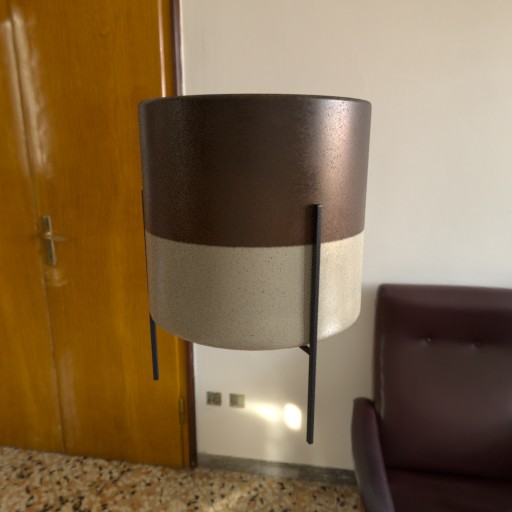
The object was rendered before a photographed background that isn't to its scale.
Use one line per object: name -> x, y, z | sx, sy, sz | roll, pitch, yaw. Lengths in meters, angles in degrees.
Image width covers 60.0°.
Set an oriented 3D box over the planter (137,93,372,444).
planter -> 0.000, 0.000, 0.719 | 0.345, 0.465, 0.354 | -7, 16, -25
